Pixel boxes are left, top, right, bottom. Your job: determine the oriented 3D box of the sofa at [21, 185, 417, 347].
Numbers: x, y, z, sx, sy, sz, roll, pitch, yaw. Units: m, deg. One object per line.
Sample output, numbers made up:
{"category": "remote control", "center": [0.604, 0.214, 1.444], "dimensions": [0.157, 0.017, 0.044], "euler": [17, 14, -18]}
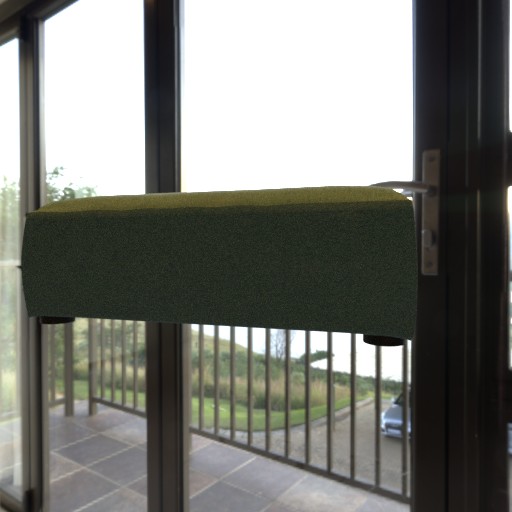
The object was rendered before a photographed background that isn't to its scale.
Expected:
{"category": "sofa", "center": [0.000, 0.000, 1.404], "dimensions": [0.930, 0.330, 0.930], "euler": [0, 1, 18]}
